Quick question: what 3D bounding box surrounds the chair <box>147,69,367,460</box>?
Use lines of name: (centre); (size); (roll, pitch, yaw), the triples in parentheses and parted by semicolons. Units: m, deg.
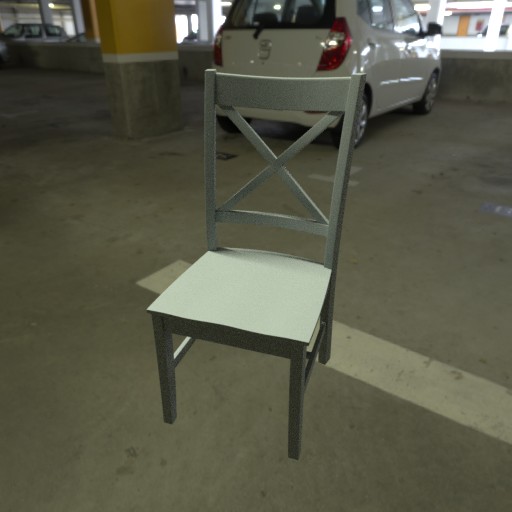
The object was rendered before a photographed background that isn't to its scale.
chair: (0.000, 0.000, 1.319); (0.485, 0.983, 0.542); (9, 28, 17)
